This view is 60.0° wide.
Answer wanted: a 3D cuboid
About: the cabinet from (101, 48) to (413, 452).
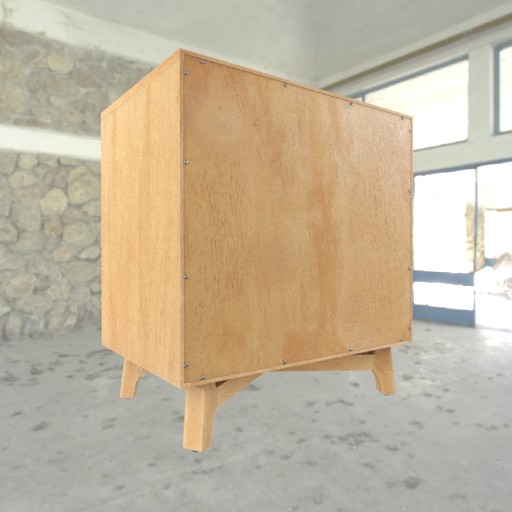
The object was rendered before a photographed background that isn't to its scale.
[{"bbox_3d":[0.000,0.000,0.954,0.551,0.599,0.394,-1,1,-36],"label":"cabinet"}]
